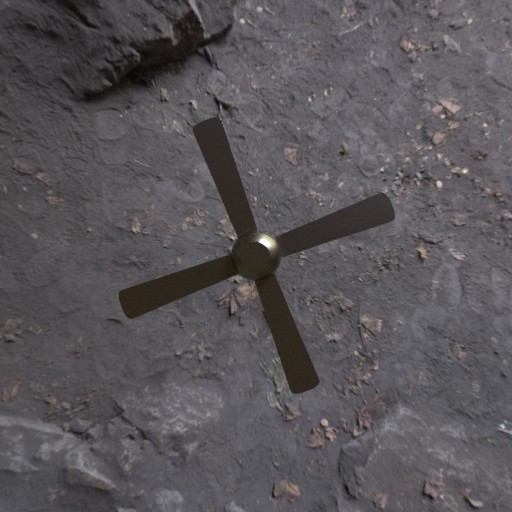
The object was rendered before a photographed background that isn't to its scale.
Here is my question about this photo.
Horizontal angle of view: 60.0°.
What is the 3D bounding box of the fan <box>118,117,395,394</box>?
[{"bbox_3d":[0.000,0.000,2.042,1.321,0.381,1.321,0,91,1],"label":"fan"}]
